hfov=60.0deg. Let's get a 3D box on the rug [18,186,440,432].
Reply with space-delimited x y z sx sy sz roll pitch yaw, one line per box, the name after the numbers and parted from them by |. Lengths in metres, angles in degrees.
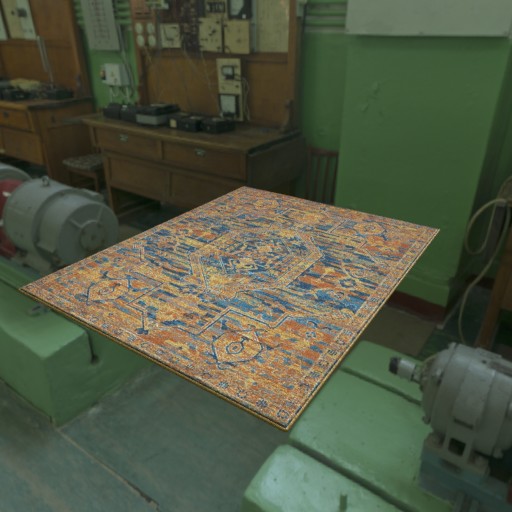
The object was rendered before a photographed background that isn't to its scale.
0.000 0.000 3.963 2.435 0.031 3.040 17 32 30 | rug
